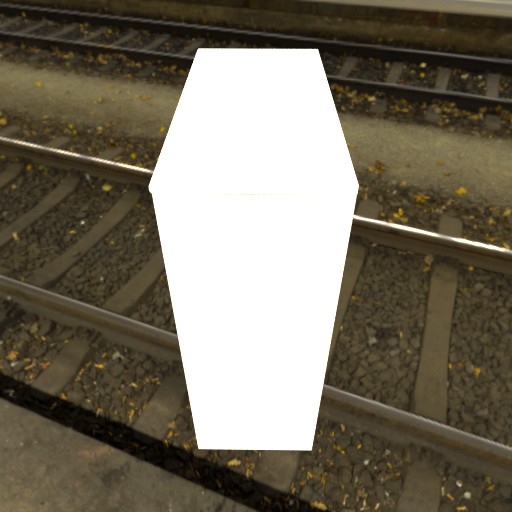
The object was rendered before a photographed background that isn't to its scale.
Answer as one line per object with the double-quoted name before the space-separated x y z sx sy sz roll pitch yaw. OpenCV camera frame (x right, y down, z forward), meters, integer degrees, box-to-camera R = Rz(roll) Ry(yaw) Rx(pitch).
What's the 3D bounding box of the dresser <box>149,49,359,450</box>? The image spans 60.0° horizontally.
"dresser" 0.000 0.000 1.444 0.380 1.040 0.800 0 41 1
